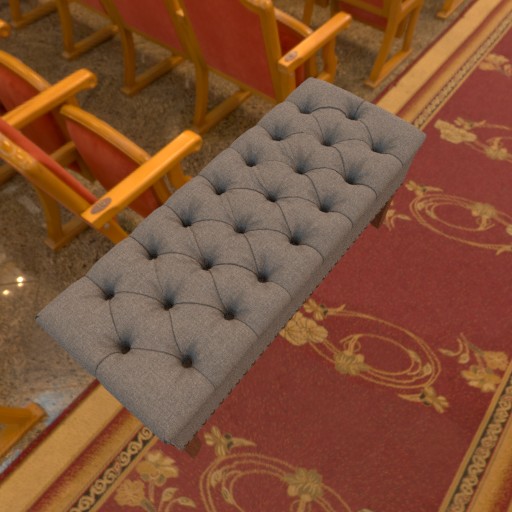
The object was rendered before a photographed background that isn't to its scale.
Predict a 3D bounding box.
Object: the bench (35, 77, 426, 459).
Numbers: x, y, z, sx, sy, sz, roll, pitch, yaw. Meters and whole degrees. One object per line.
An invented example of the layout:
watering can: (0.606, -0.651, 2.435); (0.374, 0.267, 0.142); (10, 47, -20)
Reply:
bench: (0.000, 0.000, 1.284); (0.417, 0.470, 1.052); (35, 65, 19)
